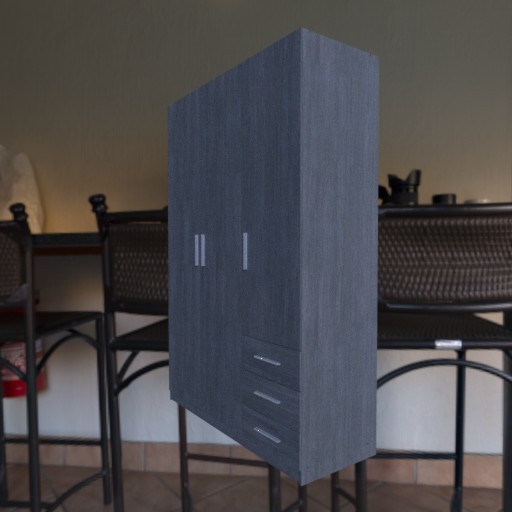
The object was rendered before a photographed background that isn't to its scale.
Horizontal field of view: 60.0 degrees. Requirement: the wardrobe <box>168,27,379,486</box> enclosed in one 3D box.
[{"bbox_3d":[0.000,0.000,2.503,0.510,1.910,1.290,-1,2,-36],"label":"wardrobe"}]
